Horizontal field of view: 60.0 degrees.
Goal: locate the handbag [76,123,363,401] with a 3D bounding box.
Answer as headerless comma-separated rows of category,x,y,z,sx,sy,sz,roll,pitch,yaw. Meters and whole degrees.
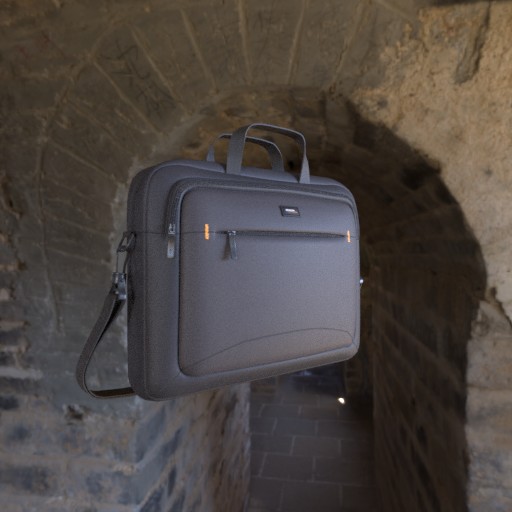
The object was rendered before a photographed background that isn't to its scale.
handbag,0.000,0.000,0.584,0.429,0.330,0.126,-1,1,-37
